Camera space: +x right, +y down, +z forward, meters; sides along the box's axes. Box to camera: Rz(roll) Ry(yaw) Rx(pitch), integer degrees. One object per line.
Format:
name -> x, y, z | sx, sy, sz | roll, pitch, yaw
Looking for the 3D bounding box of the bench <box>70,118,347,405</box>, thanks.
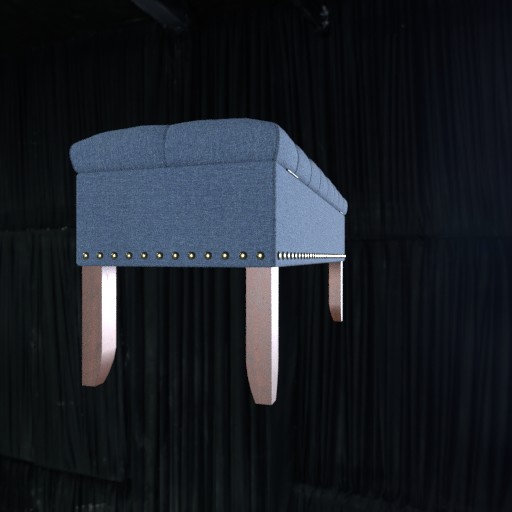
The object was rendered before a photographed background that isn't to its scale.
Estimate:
bench -> 0.000, 0.000, 1.269 | 0.417, 0.492, 1.052 | 0, 0, 18
